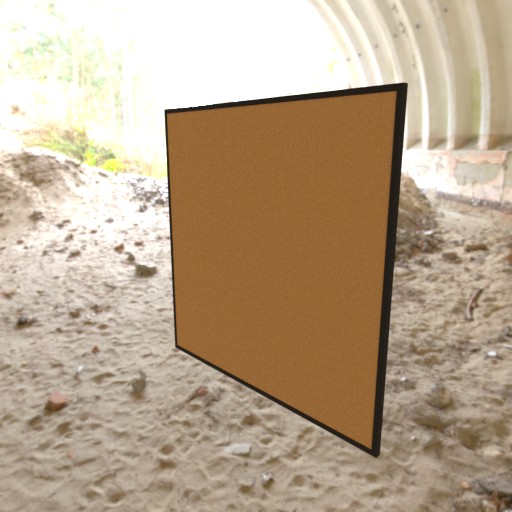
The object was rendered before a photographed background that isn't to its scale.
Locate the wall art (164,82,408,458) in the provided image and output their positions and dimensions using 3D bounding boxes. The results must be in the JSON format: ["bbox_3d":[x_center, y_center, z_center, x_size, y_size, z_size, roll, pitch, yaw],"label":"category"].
[{"bbox_3d":[0.000,0.000,0.991,0.015,0.663,0.664,-13,19,-43],"label":"wall art"}]
